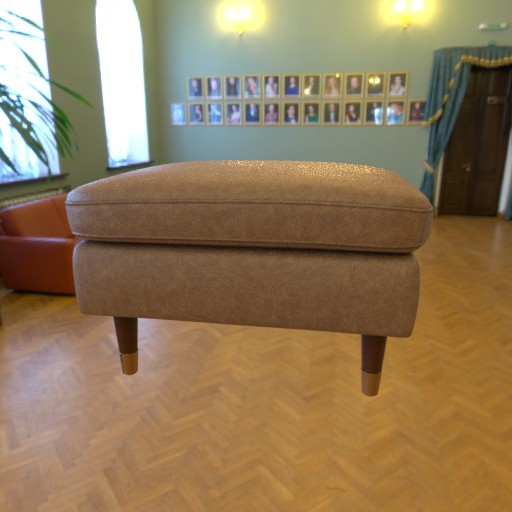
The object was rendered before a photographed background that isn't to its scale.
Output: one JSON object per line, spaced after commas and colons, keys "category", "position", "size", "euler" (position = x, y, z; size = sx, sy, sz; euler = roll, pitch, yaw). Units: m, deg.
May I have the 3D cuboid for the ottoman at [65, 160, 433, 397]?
{"category": "ottoman", "position": [0.000, 0.000, 1.141], "size": [0.747, 0.478, 0.593], "euler": [2, 16, 9]}
